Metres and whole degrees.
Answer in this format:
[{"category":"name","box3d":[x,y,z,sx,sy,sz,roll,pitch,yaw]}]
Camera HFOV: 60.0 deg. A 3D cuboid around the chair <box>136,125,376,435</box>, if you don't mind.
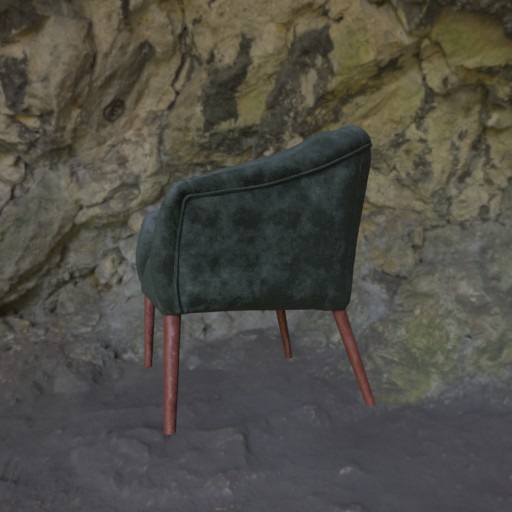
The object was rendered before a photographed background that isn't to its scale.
[{"category":"chair","box3d":[0.000,0.000,1.546,0.776,0.885,0.851,0,0,-18]}]
